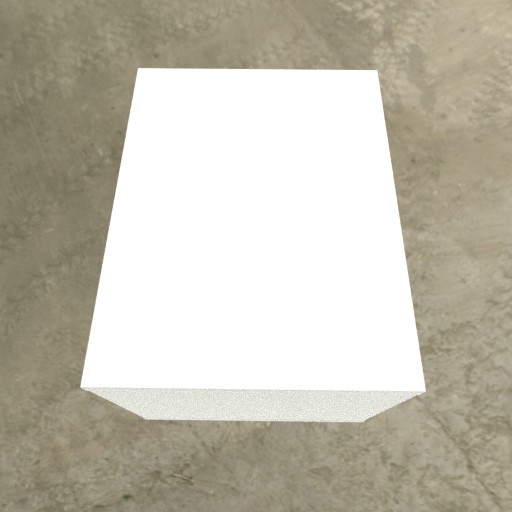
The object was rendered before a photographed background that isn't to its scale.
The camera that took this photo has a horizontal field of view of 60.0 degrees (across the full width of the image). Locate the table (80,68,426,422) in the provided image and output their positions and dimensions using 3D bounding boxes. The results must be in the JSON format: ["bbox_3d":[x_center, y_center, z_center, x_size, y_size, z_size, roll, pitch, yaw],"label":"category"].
[{"bbox_3d":[0.000,0.000,0.783,0.399,0.357,0.517,1,64,0],"label":"table"}]
